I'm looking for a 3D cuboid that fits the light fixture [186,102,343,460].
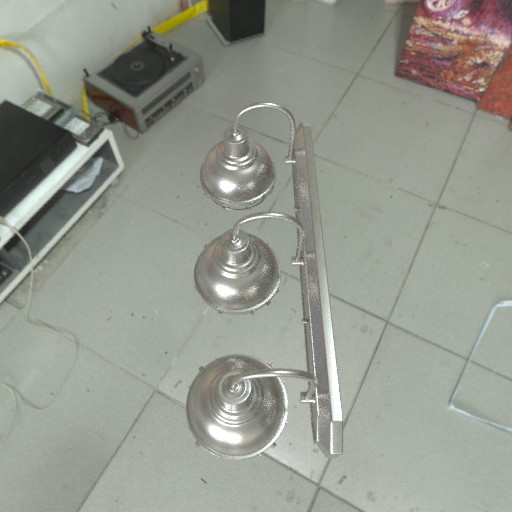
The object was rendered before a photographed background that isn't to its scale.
[{"bbox_3d":[0.000,0.000,0.766,0.229,0.254,0.634,-1,60,0],"label":"light fixture"}]
